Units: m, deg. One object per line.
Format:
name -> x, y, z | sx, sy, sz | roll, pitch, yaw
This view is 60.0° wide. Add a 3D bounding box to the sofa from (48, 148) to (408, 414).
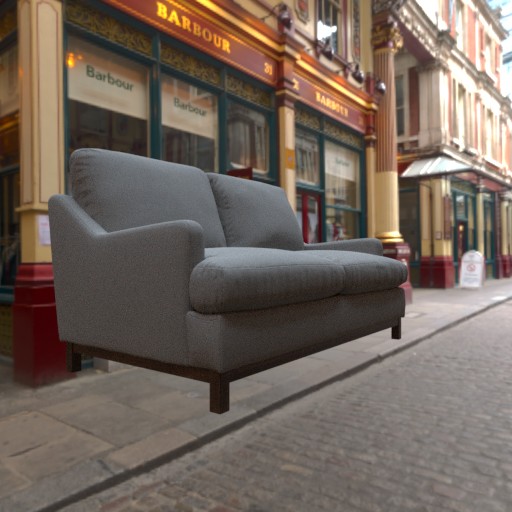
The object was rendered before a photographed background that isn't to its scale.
sofa -> 0.000, 0.000, 2.149 | 0.987, 0.921, 1.589 | 0, -1, 37
